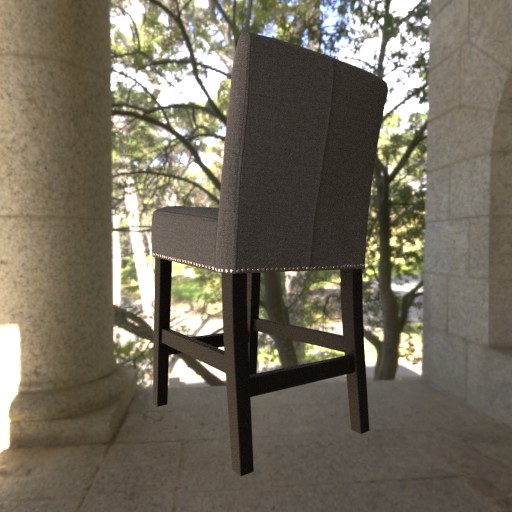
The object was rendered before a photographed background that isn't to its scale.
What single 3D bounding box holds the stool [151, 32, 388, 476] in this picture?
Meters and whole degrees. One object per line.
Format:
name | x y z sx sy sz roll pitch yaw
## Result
stool | 0.000 0.000 1.180 0.427 0.885 0.571 -1 1 -36
